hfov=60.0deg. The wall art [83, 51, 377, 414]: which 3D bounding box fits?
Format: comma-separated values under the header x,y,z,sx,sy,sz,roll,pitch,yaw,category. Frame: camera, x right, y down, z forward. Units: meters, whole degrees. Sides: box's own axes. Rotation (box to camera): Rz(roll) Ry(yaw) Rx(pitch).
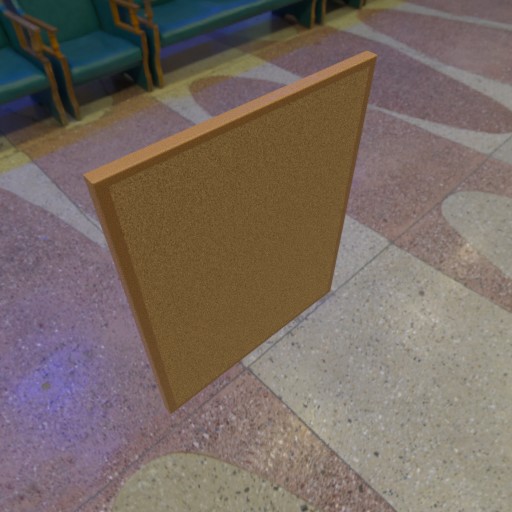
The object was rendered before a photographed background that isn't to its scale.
x,y,z,sx,sy,sz,roll,pitch,yaw,category
0.000,0.000,0.749,0.452,0.553,0.022,-33,55,-27,wall art
